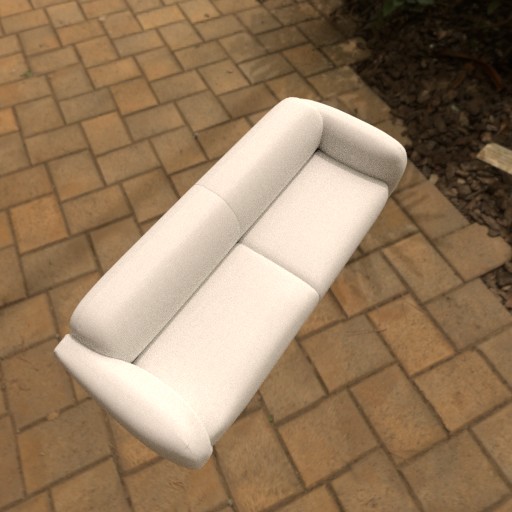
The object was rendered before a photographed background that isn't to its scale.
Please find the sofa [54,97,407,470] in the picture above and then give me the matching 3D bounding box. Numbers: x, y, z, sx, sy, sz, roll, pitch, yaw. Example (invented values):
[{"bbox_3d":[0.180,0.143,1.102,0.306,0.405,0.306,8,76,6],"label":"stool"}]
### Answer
[{"bbox_3d":[0.000,0.000,2.570,0.880,0.780,2.257,31,63,18],"label":"sofa"}]
